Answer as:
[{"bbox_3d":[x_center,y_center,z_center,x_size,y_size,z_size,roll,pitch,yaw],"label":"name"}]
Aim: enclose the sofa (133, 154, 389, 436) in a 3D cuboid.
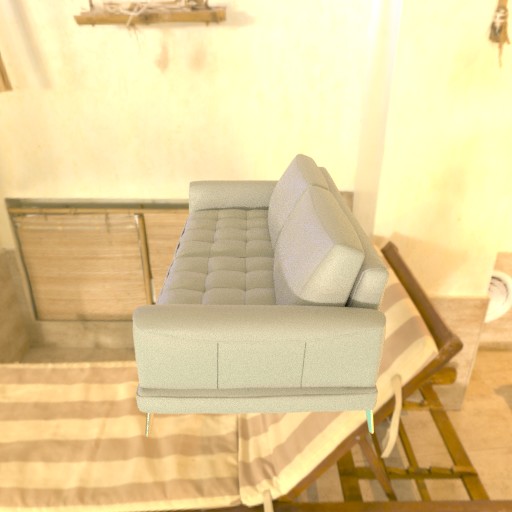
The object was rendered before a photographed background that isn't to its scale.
[{"bbox_3d":[0.000,0.000,2.803,1.121,0.930,2.177,0,25,-1],"label":"sofa"}]
